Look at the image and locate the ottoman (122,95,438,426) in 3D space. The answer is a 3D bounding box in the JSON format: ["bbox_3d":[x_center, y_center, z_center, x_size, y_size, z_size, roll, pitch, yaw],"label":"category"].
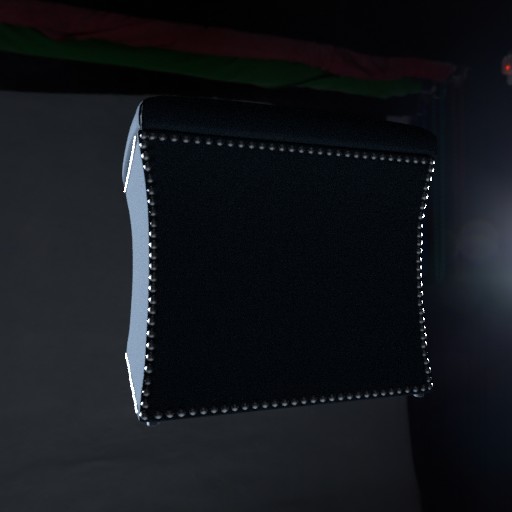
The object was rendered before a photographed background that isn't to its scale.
[{"bbox_3d":[0.000,0.000,0.883,0.507,0.475,0.497,1,-2,-18],"label":"ottoman"}]
